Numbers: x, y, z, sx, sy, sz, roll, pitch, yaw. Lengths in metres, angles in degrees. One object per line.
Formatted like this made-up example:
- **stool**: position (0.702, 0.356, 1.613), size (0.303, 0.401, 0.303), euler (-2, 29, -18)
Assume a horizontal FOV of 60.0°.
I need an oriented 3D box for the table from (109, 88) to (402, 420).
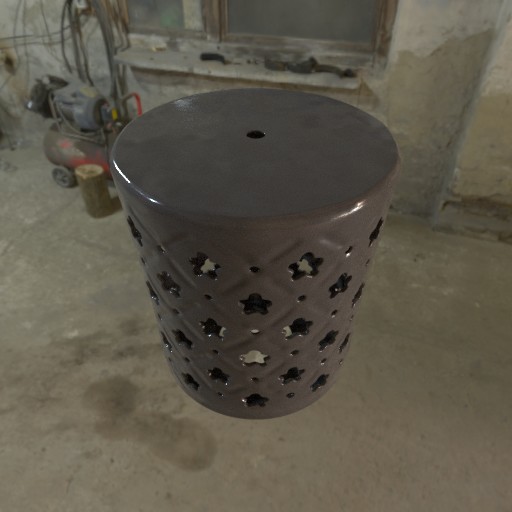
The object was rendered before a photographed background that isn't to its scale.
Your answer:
- **table**: position (0.000, 0.000, 0.664), size (0.352, 0.387, 0.352), euler (0, 40, 0)
